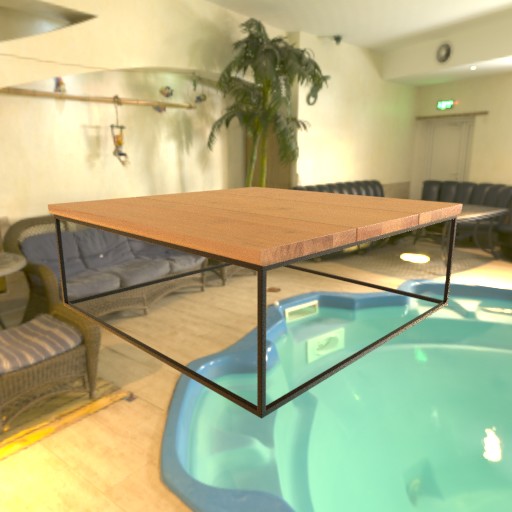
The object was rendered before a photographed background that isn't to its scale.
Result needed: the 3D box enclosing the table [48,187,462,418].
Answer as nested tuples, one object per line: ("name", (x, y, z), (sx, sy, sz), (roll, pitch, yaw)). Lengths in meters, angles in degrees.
("table", (0.000, 0.000, 1.709), (1.100, 0.400, 1.100), (13, 19, 43))
